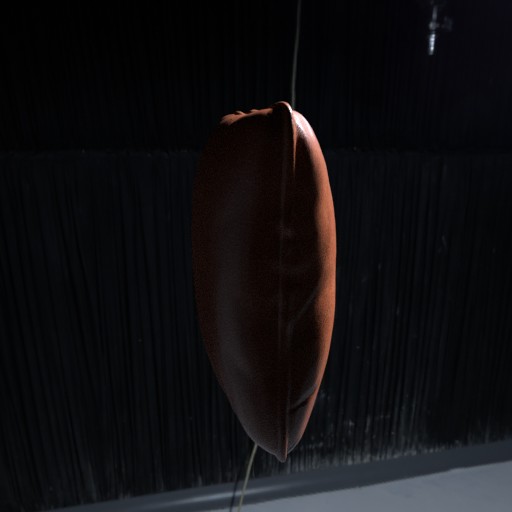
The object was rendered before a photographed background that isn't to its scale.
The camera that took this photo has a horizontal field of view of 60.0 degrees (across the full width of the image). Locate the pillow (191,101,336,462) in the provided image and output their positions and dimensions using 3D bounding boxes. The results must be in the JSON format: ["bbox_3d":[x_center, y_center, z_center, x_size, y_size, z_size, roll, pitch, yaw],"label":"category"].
[{"bbox_3d":[0.000,0.000,0.826,0.236,0.523,0.532,-3,17,-10],"label":"pillow"}]
